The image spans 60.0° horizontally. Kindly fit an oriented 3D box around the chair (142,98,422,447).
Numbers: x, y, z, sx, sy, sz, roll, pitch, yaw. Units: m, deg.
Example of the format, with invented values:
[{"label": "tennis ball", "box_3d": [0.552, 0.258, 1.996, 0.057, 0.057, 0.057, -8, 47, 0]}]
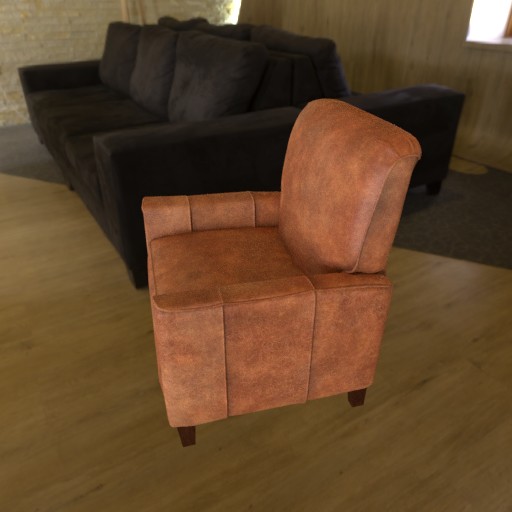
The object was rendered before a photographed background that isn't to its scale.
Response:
[{"label": "chair", "box_3d": [0.000, 0.000, 1.699, 0.836, 1.043, 0.843, -8, 31, -13]}]
